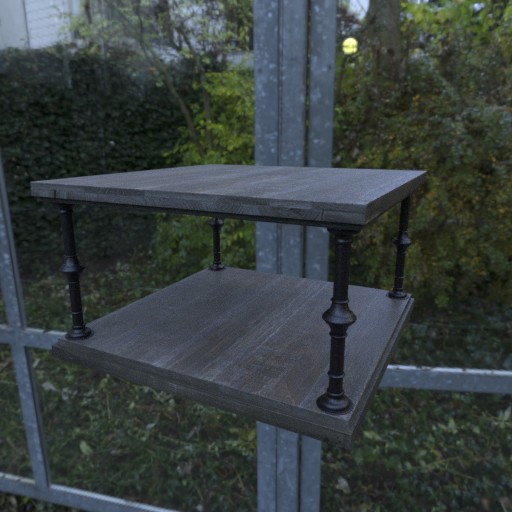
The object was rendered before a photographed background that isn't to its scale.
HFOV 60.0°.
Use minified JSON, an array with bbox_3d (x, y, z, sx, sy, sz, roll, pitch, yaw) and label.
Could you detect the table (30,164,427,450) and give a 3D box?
[{"bbox_3d":[0.000,0.000,1.117,0.696,0.400,0.696,8,17,26],"label":"table"}]
